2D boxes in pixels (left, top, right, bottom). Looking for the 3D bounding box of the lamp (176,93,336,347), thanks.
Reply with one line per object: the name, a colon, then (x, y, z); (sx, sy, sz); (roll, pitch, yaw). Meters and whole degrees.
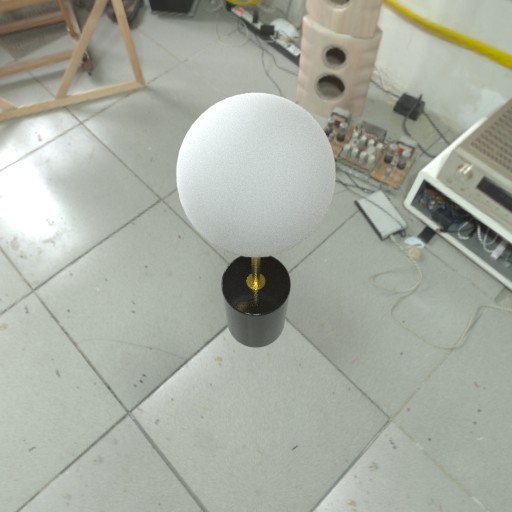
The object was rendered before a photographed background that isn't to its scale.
lamp: (0.000, 0.000, 0.576); (0.153, 0.480, 0.153); (0, 62, 0)
